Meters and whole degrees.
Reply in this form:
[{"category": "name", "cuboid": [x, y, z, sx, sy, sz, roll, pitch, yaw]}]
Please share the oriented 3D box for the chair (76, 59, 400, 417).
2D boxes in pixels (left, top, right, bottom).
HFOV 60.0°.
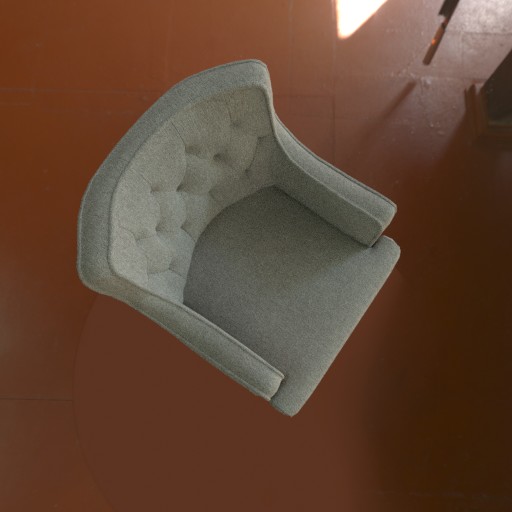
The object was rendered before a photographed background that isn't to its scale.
[{"category": "chair", "cuboid": [0.000, 0.000, 1.603, 0.910, 0.920, 0.820, 35, 78, 8]}]
